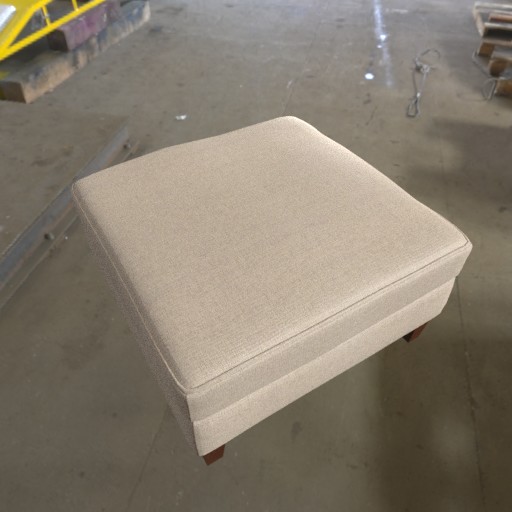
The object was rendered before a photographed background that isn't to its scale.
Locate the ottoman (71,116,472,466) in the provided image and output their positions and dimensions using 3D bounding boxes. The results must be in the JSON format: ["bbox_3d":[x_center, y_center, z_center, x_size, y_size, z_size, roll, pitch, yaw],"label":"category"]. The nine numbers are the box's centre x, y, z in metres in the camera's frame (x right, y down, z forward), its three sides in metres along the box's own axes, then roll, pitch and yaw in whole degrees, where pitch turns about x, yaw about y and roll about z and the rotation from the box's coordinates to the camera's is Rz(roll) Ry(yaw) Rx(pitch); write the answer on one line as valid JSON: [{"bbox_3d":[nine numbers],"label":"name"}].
[{"bbox_3d":[0.000,0.000,1.351,0.838,0.481,0.838,-23,49,-22],"label":"ottoman"}]
